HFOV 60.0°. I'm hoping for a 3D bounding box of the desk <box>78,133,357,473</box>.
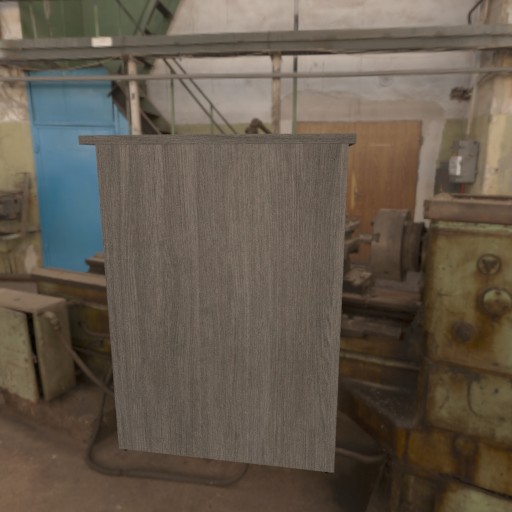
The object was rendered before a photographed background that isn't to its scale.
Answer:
[{"bbox_3d":[0.000,0.000,1.475,0.560,0.735,1.097,2,13,9],"label":"desk"}]
